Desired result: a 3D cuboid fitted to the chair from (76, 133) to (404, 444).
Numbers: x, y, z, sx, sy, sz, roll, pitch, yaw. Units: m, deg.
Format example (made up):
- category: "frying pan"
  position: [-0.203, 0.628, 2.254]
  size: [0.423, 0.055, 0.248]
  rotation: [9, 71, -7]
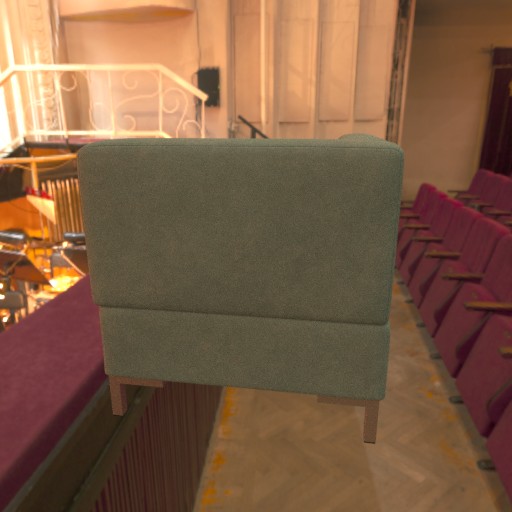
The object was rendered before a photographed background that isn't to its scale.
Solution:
- category: "chair"
  position: [0.000, 0.000, 1.249]
  size: [0.680, 0.660, 0.680]
  rotation: [3, 17, 9]
